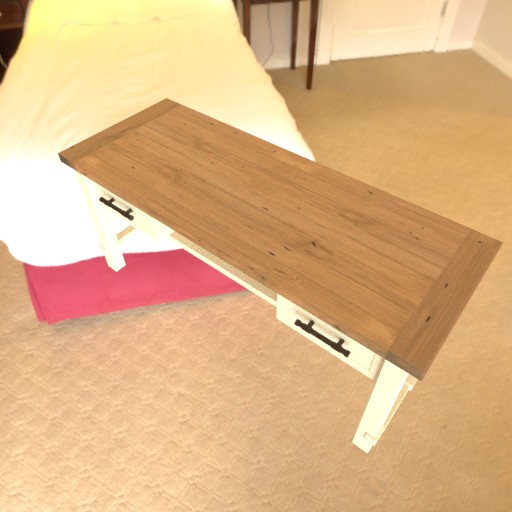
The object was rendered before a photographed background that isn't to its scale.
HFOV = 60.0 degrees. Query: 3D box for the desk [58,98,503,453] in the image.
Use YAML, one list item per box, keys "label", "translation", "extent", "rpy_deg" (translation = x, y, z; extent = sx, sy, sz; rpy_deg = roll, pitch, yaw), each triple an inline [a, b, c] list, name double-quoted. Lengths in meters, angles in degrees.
- label: "desk"
  translation: [0.000, 0.000, 2.126]
  extent: [1.803, 0.762, 0.688]
  rpy_deg: [30, 53, 26]
